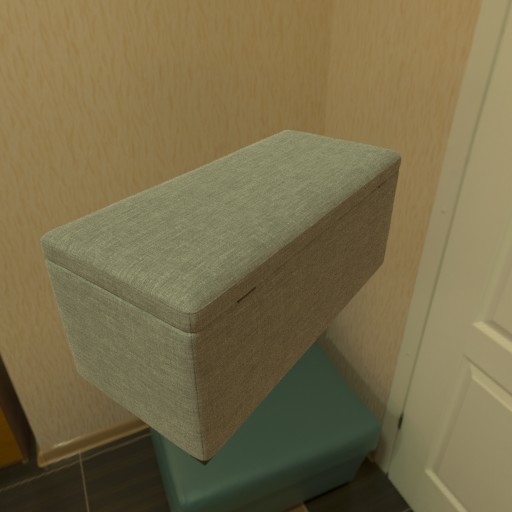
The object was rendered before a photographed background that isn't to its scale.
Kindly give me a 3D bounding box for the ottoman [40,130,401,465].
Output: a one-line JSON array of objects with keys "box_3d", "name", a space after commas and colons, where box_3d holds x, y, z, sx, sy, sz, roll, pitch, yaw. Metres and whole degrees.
[{"box_3d": [0.000, 0.000, 1.146, 0.419, 0.432, 0.902, 21, 37, 30], "name": "ottoman"}]
